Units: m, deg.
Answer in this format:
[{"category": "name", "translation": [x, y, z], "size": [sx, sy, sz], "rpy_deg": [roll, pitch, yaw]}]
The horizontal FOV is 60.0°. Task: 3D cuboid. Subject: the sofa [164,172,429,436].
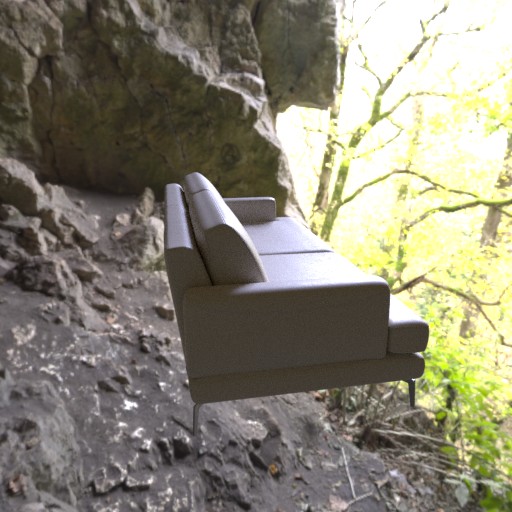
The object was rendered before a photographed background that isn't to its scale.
[{"category": "sofa", "translation": [0.000, 0.000, 2.464], "size": [0.974, 0.765, 1.940], "rpy_deg": [-3, 17, -11]}]
